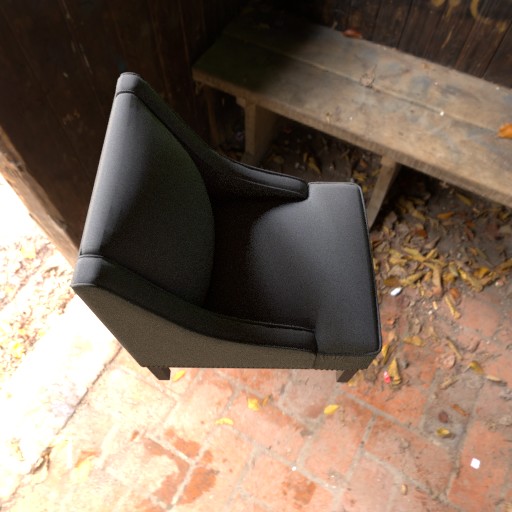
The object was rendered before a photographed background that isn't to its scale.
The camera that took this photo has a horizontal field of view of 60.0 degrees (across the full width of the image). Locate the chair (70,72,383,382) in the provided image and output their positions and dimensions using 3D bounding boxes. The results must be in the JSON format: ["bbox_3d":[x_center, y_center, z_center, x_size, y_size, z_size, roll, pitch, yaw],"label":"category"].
[{"bbox_3d":[0.000,0.000,1.390,0.747,0.867,0.631,1,62,0],"label":"chair"}]
